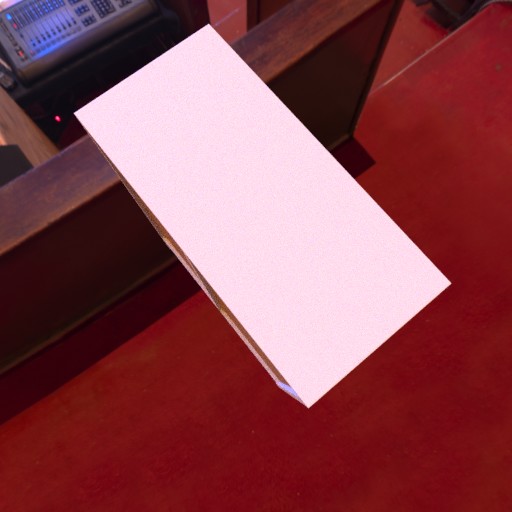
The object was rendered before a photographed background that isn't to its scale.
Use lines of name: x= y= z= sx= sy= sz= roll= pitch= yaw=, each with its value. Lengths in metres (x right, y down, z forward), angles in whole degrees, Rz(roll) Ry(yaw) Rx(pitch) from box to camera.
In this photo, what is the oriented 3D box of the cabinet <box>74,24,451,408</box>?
cabinet: x=0.000 y=0.000 z=1.098 sx=0.296 sy=0.815 sz=0.600 roll=-38 pitch=79 yaw=-9
